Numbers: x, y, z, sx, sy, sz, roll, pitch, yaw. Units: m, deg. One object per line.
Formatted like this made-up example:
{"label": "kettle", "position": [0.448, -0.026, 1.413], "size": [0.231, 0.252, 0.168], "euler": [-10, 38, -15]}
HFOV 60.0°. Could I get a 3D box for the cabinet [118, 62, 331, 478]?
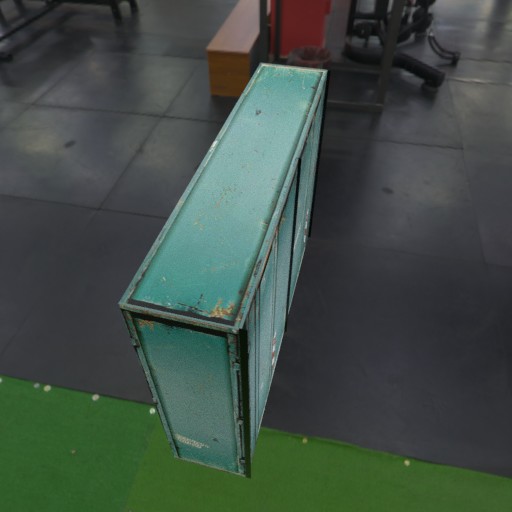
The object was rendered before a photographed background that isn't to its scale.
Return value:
{"label": "cabinet", "position": [0.000, 0.000, 3.976], "size": [0.680, 2.160, 3.001], "euler": [10, 47, 10]}
